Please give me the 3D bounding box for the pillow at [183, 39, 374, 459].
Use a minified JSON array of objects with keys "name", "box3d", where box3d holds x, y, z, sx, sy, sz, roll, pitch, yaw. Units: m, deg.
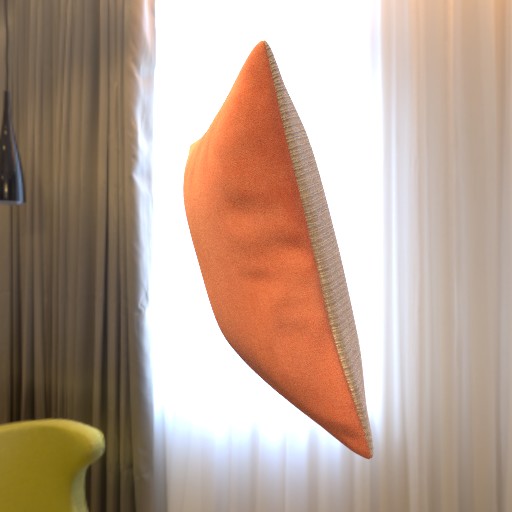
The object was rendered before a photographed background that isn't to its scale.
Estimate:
[{"name":"pillow","box3d":[0.000,0.000,0.622,0.177,0.401,0.424,0,1,-17]}]
